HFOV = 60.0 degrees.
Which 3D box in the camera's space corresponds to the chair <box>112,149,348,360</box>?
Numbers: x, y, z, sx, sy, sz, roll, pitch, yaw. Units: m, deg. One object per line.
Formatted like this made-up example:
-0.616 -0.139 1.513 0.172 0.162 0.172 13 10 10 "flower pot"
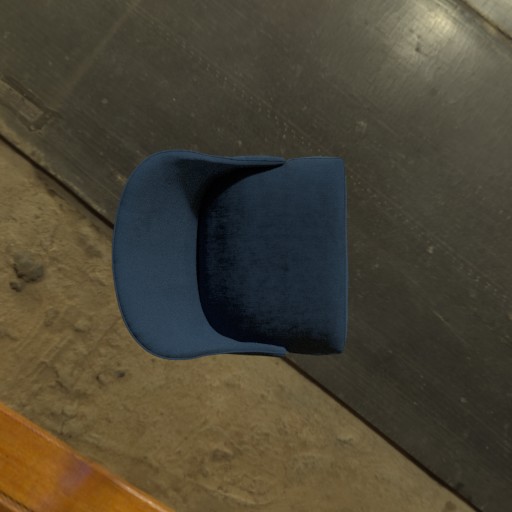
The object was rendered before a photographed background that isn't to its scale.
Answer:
0.000 0.000 1.240 0.489 0.927 0.526 0 90 1 "chair"
